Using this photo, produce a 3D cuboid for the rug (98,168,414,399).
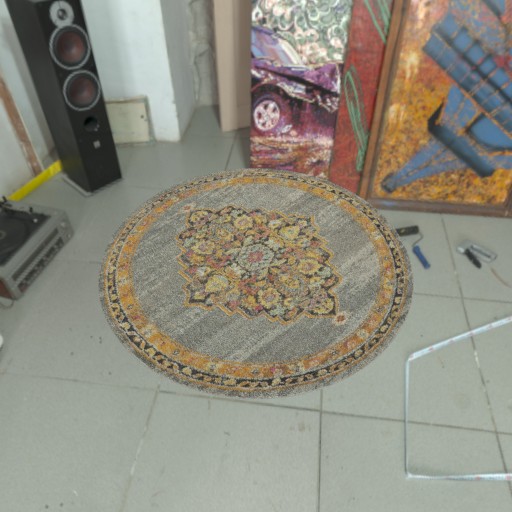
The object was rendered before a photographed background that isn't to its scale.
[{"bbox_3d":[0.000,0.000,3.448,2.382,0.014,2.382,0,45,0],"label":"rug"}]
